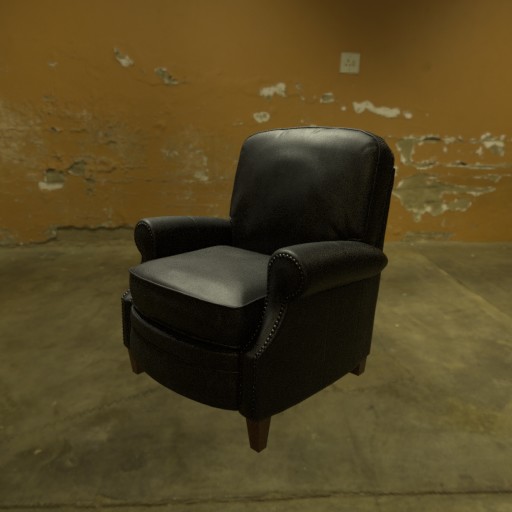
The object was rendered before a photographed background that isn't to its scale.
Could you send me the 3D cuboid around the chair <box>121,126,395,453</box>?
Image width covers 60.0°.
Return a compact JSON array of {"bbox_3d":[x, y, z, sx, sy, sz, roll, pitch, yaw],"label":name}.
[{"bbox_3d":[0.000,0.000,1.789,0.936,1.018,0.986,13,20,42],"label":"chair"}]
